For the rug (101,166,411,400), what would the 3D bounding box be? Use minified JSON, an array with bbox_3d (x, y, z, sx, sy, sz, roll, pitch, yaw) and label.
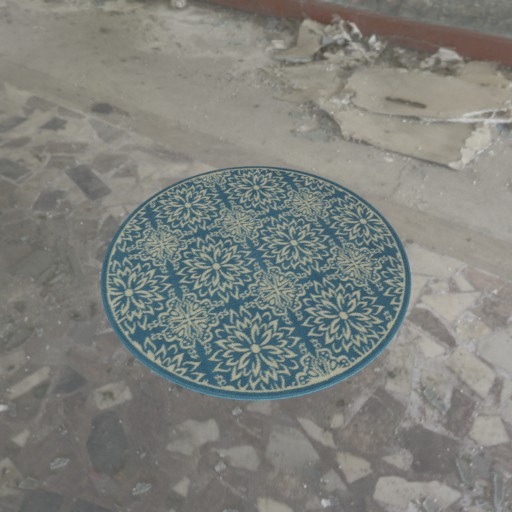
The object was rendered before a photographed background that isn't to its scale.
[{"bbox_3d":[0.000,0.000,2.334,1.593,0.012,1.593,0,47,0],"label":"rug"}]
